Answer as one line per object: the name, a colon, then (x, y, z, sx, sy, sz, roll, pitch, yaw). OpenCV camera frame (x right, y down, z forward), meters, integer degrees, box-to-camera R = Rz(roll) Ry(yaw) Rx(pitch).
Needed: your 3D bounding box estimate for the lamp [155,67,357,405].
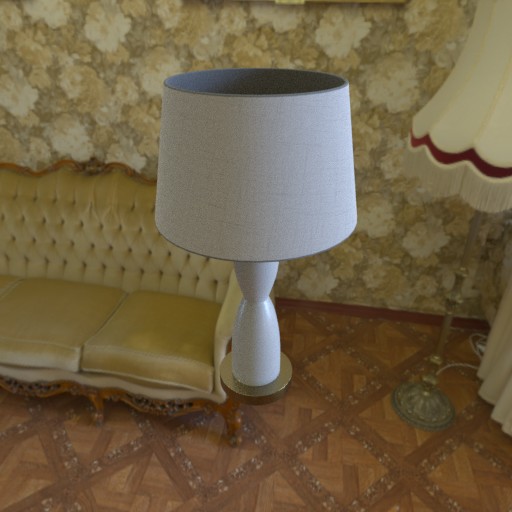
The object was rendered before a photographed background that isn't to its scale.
lamp: (0.000, 0.000, 0.729, 0.309, 0.545, 0.309, 0, 30, 0)
